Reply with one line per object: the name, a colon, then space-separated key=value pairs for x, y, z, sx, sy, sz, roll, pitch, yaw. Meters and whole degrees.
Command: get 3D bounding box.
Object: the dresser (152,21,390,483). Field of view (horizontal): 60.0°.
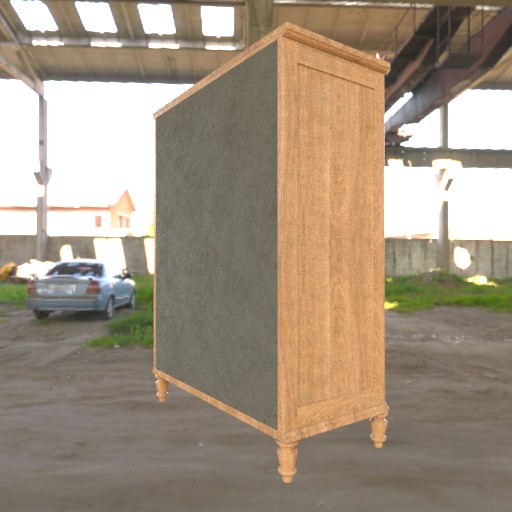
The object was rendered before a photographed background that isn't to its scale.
dresser: x=0.000 y=0.000 z=1.783 sx=0.484 sy=1.318 sz=0.973 roll=0 pitch=0 yaw=-36
